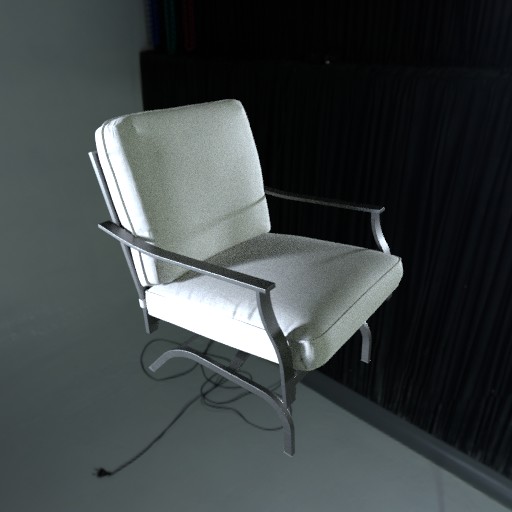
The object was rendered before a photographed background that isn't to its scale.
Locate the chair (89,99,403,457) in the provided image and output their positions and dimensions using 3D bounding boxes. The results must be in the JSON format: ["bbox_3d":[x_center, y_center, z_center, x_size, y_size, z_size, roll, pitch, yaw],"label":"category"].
[{"bbox_3d":[0.000,0.000,1.411,0.787,0.860,0.650,19,32,33],"label":"chair"}]
